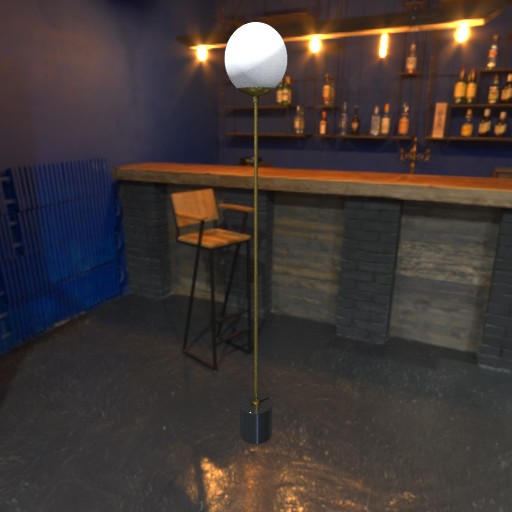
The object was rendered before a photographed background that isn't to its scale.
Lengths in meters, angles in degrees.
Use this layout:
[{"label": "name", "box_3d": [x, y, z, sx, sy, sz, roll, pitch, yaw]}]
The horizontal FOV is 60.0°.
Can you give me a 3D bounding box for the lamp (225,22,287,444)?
[{"label": "lamp", "box_3d": [0.000, 0.000, 1.844, 0.229, 1.748, 0.229, 9, 19, 27]}]
